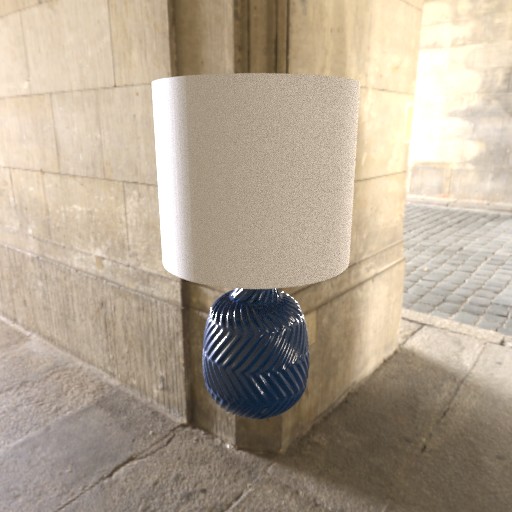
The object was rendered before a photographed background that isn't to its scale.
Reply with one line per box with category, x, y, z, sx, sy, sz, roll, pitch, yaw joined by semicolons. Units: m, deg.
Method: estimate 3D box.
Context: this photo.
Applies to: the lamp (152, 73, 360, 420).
lamp;0.000;0.000;0.492;0.203;0.368;0.203;-2;16;-7
